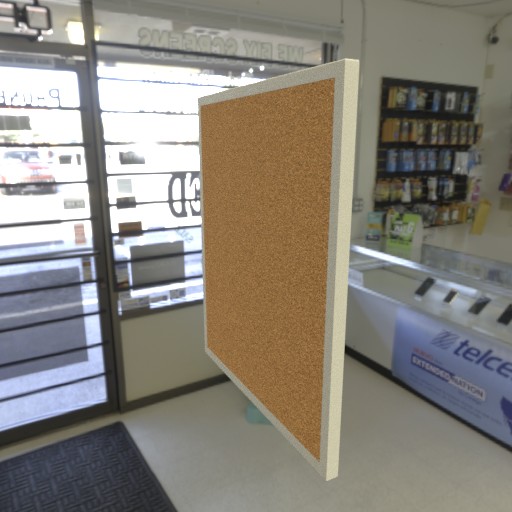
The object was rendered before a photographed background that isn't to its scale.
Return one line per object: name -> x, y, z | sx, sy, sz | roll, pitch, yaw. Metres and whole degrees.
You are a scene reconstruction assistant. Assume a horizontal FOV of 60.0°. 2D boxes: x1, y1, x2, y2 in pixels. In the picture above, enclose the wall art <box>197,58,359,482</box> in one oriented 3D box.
wall art -> 0.000, 0.000, 0.734 | 0.020, 0.536, 0.444 | -7, 16, -27
